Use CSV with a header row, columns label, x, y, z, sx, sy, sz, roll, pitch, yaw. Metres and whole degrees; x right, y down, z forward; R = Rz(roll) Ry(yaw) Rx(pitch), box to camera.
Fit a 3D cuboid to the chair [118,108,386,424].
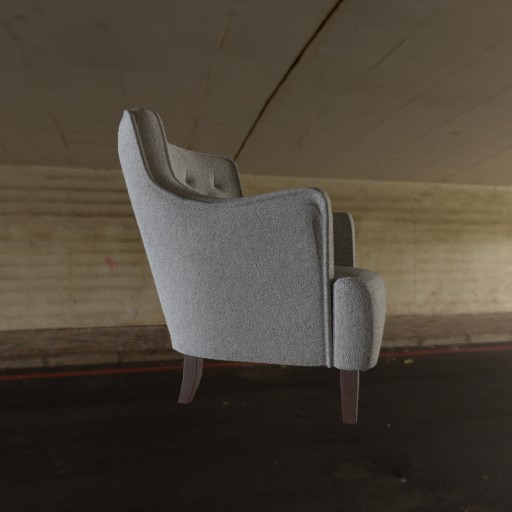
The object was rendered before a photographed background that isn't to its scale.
label,x,y,z,sx,sy,sz,roll,pitch,yaw
chair,0.000,0.000,1.614,0.910,0.920,0.820,0,-1,18
